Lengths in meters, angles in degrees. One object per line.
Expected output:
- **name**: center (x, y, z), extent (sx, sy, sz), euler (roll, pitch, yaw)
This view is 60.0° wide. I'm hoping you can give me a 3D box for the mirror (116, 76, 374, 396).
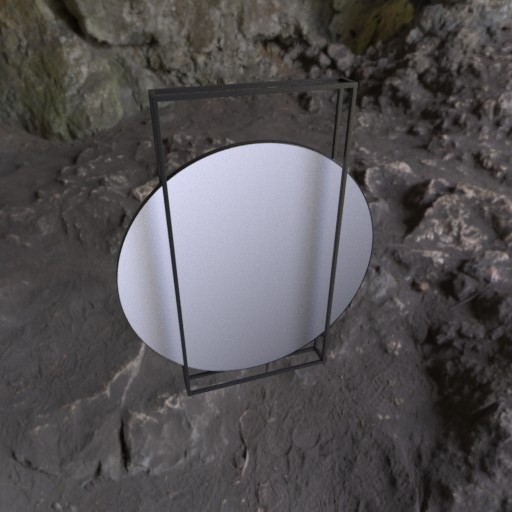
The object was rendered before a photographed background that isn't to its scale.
- **mirror**: center (0.000, 0.000, 0.825), extent (0.508, 0.603, 0.051), euler (-10, 33, -15)
